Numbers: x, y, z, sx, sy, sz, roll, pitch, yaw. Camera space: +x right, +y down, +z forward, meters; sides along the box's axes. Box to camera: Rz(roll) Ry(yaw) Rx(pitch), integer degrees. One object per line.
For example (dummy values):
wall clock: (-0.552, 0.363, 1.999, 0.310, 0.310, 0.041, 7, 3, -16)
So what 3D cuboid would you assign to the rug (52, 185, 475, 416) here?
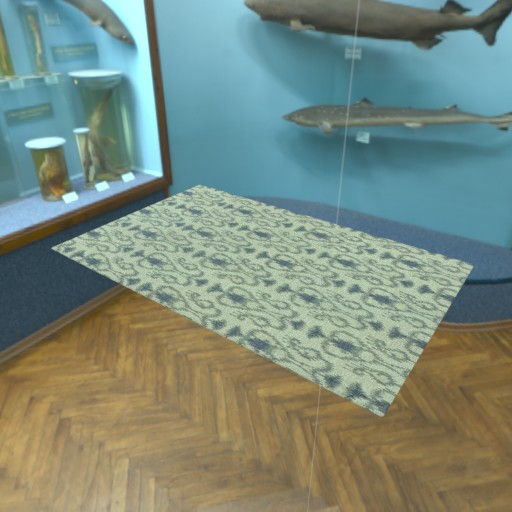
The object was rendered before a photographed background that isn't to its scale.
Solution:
rug: (0.000, 0.000, 2.032, 1.652, 0.006, 1.035, 20, 36, 31)
